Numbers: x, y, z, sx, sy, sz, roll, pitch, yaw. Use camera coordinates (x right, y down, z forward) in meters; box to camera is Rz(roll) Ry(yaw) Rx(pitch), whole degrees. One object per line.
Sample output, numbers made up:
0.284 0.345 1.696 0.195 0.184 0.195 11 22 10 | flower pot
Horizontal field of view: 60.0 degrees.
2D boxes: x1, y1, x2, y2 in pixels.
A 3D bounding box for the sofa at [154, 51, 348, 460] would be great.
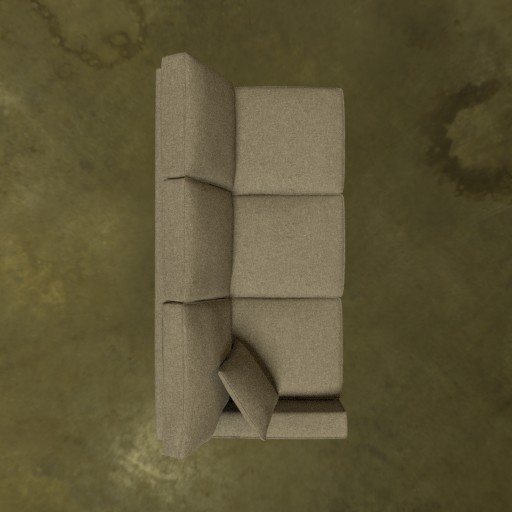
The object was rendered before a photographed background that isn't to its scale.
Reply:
0.000 0.000 2.545 1.034 0.946 1.963 0 89 1 | sofa
